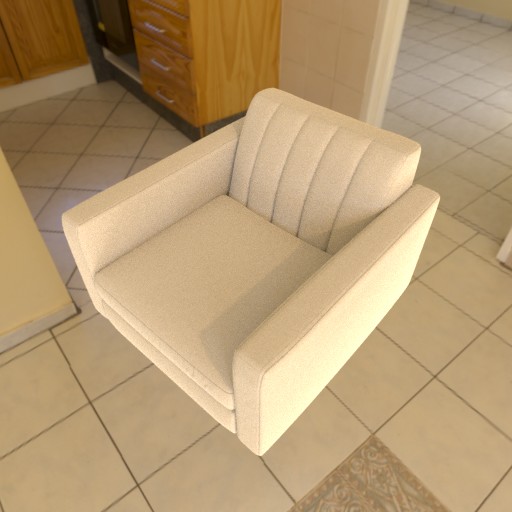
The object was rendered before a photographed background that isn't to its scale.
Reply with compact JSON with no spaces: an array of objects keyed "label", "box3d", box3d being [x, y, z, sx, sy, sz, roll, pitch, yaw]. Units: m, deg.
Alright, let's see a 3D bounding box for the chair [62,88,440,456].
[{"label":"chair","box3d":[0.000,0.000,1.679,0.953,0.819,0.998,32,53,28]}]
